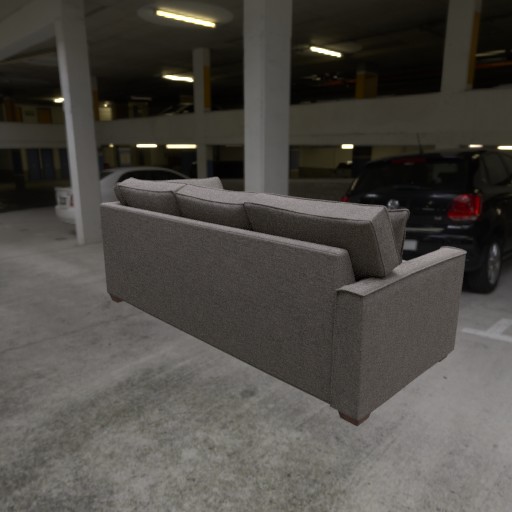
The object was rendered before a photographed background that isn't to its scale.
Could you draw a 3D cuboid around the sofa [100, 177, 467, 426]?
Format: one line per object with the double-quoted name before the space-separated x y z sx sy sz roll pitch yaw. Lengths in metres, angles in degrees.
"sofa" 0.000 0.000 2.917 1.061 0.962 2.317 -13 20 -43
